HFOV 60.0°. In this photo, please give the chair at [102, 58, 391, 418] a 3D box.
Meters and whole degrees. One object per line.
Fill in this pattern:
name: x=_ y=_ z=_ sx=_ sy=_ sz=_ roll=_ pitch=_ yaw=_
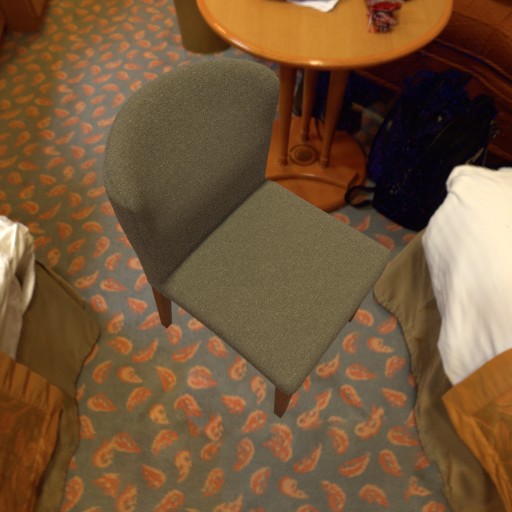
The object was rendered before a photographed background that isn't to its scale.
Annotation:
chair: x=0.000 y=0.000 z=1.197 sx=0.589 sy=0.839 sz=0.491 roll=34 pitch=64 yaw=19
